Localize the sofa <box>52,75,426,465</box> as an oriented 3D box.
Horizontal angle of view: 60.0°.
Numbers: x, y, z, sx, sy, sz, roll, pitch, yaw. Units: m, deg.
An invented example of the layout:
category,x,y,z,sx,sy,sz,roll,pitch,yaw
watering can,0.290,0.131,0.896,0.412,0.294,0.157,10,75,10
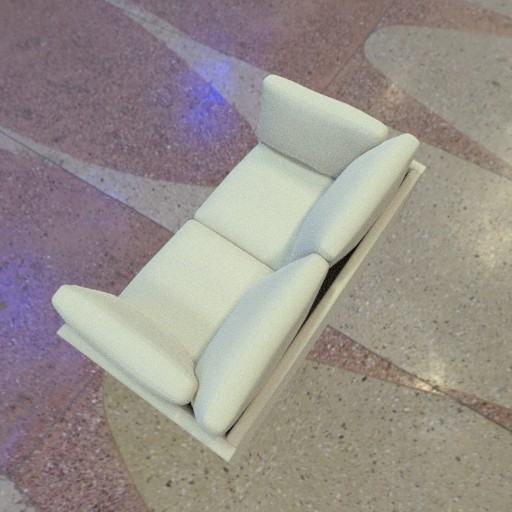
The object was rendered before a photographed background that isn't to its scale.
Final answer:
category,x,y,z,sx,sy,sz,roll,pitch,yaw
sofa,0.000,0.000,2.309,0.970,0.836,1.776,33,68,15
